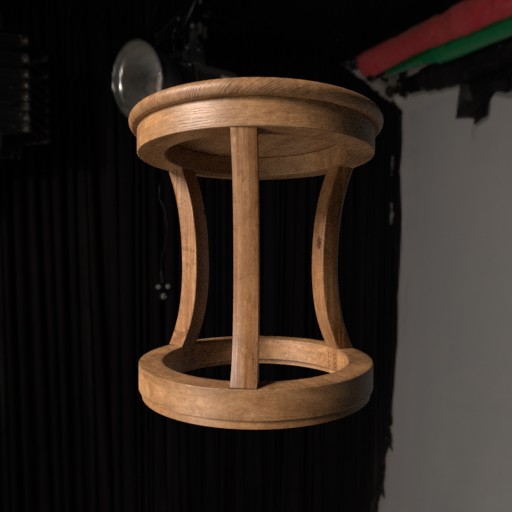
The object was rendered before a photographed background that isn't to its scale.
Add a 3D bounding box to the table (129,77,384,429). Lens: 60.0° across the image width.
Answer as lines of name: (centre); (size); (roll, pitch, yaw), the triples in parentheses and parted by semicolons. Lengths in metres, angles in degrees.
table: (0.000, 0.000, 0.780); (0.432, 0.460, 0.432); (0, 0, 0)
